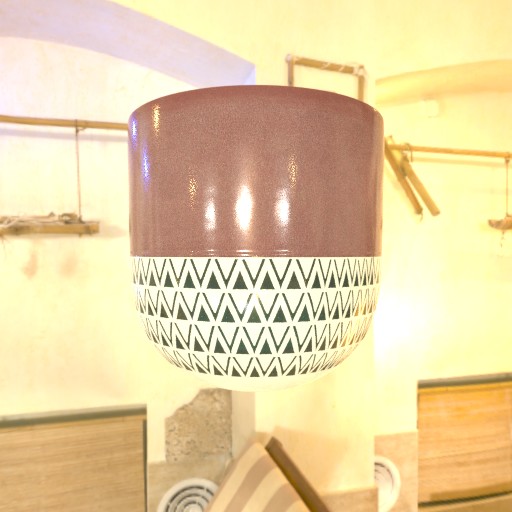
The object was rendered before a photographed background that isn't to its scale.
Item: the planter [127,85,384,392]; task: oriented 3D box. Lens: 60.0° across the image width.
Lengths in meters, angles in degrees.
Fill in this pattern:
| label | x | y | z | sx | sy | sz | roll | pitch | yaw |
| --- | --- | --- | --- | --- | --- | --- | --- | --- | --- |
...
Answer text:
| label | x | y | z | sx | sy | sz | roll | pitch | yaw |
| --- | --- | --- | --- | --- | --- | --- | --- | --- | --- |
| planter | 0.000 | 0.000 | 0.479 | 0.266 | 0.270 | 0.266 | 0 | 0 | 0 |
